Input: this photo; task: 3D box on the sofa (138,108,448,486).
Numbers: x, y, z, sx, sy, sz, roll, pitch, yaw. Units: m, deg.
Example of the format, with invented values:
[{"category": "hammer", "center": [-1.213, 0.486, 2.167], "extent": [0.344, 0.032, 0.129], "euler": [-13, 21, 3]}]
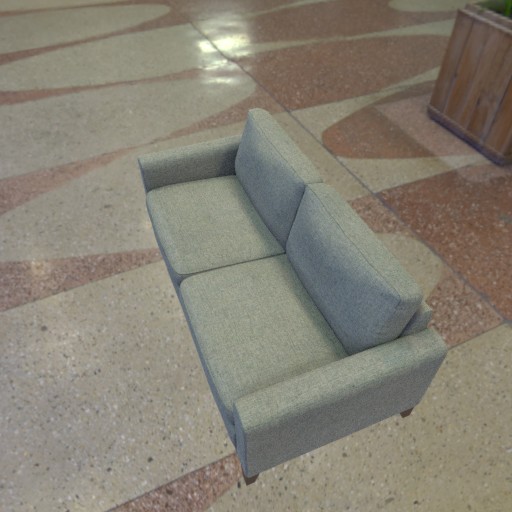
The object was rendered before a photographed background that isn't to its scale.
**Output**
[{"category": "sofa", "center": [0.000, 0.000, 2.491], "extent": [0.969, 0.892, 1.978], "euler": [-16, 48, -15]}]
